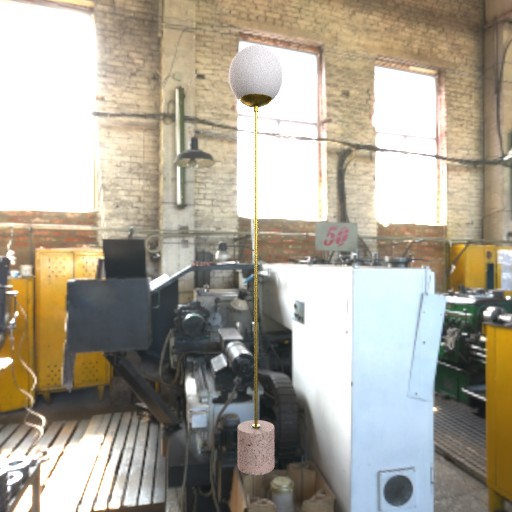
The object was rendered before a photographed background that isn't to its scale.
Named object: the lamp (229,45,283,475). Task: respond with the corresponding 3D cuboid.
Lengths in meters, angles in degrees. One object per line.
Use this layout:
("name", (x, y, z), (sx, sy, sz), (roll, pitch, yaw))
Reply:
("lamp", (0.000, 0.000, 1.850), (0.229, 1.748, 0.229), (0, -1, 36))
